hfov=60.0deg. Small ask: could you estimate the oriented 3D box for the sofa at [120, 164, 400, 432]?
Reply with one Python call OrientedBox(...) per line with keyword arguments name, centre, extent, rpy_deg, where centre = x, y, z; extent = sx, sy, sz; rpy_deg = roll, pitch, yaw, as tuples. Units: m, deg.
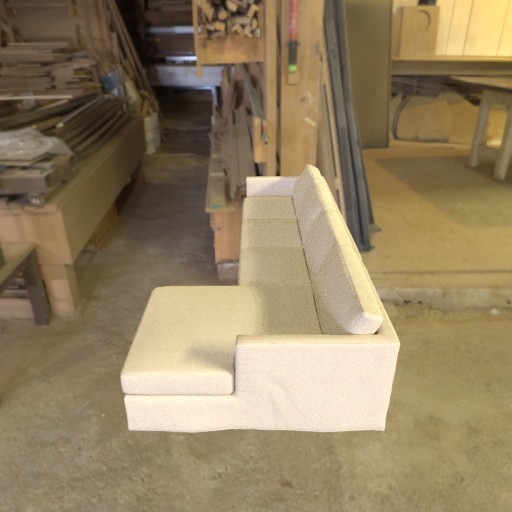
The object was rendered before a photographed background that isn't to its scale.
OrientedBox(name="sofa", centre=(0.000, 0.000, 3.971), extent=(1.622, 0.871, 3.206), rpy_deg=(0, 27, 0))
